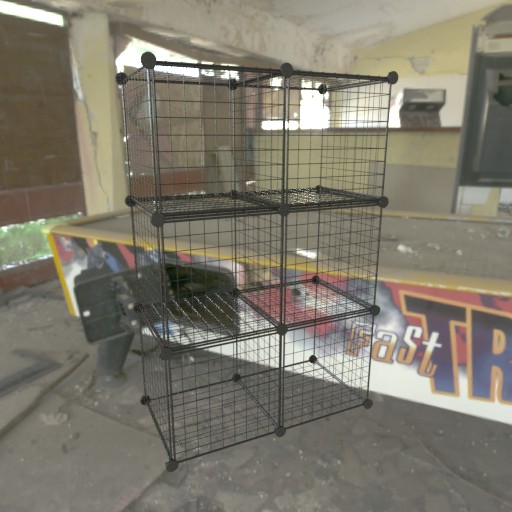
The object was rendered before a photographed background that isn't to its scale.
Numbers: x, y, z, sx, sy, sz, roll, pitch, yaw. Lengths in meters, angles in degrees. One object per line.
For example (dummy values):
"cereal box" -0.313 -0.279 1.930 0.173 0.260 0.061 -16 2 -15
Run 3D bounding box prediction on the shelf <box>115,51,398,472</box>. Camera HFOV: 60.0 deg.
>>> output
"shelf" 0.000 0.000 1.379 0.711 1.067 0.356 -7 17 -25
